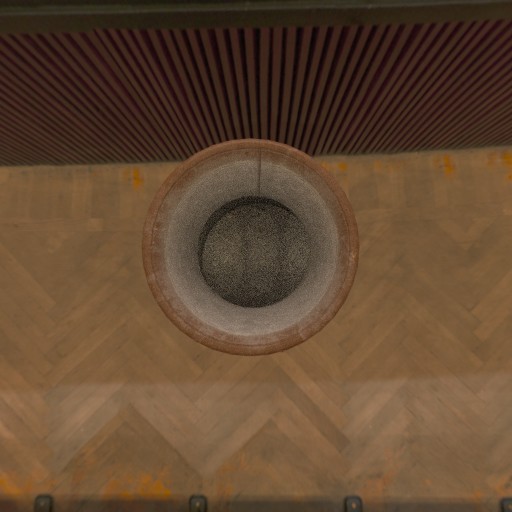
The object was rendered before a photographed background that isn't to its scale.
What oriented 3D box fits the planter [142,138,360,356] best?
[{"bbox_3d":[0.000,0.000,0.541,0.214,0.396,0.245,0,88,1],"label":"planter"}]
